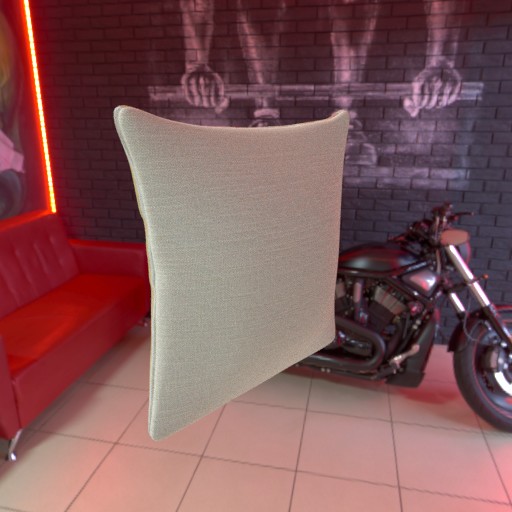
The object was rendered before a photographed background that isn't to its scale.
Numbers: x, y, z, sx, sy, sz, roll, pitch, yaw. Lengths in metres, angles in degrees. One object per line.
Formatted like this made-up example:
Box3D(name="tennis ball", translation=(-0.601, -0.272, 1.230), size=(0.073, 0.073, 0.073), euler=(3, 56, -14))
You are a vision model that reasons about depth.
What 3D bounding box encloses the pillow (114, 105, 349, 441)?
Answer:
Box3D(name="pillow", translation=(0.000, 0.000, 0.703), size=(0.191, 0.449, 0.451), euler=(16, 23, 42))
